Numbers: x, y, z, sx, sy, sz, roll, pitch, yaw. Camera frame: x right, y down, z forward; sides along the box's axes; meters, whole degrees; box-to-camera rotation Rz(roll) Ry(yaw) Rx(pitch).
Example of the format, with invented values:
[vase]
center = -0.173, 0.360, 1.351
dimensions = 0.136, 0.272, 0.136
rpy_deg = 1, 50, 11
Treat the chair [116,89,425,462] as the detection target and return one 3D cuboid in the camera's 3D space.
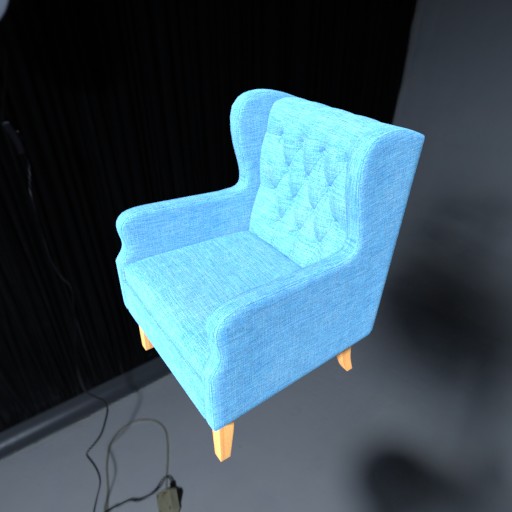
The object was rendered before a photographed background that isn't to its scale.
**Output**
[chair]
center = 0.000, 0.000, 1.536
dimensions = 0.775, 0.952, 0.711
rpy_deg = -20, 37, -29
